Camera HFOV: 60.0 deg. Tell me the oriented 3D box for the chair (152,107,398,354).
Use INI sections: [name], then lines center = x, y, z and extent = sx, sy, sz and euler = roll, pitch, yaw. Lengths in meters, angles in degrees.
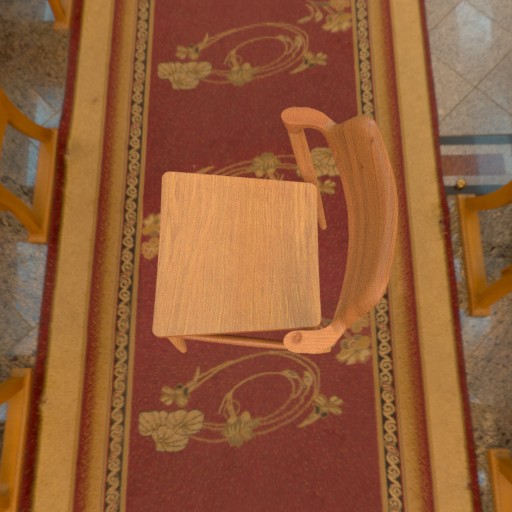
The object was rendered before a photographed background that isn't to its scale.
[chair]
center = 0.000, 0.000, 1.145
extent = 0.499, 0.792, 0.512
euler = 0, 75, 0
